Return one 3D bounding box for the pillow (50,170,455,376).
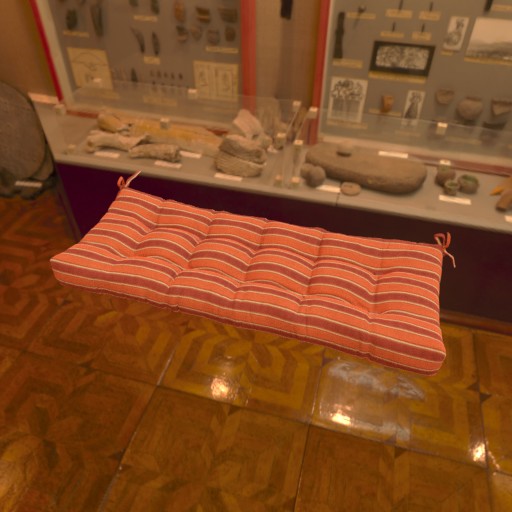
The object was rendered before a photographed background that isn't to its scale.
[{"bbox_3d":[0.000,0.000,1.373,1.194,0.174,0.511,12,44,13],"label":"pillow"}]
